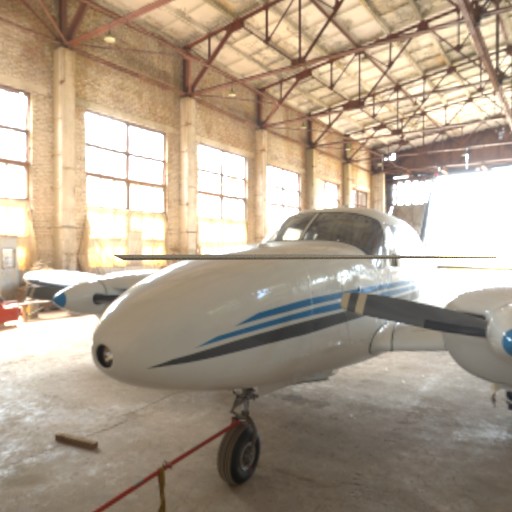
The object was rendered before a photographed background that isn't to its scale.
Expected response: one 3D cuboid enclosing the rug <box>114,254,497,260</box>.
[{"bbox_3d":[0.000,0.000,3.449,2.073,0.011,2.584,0,1,-19],"label":"rug"}]
